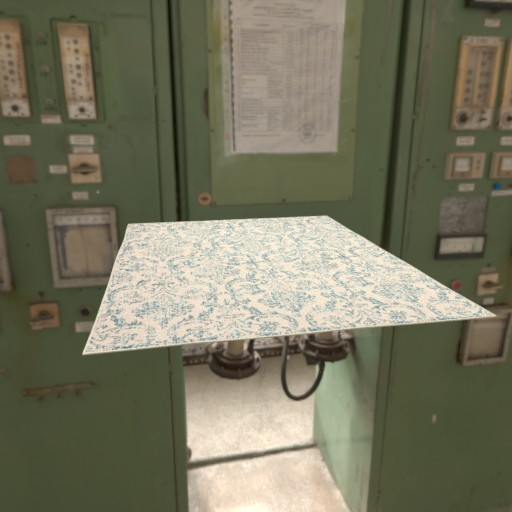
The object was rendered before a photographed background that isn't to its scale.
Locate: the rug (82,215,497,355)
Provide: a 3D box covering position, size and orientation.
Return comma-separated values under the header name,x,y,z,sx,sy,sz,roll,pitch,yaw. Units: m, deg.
name,x,y,z,sx,sy,sz,roll,pitch,yaw
rug,0.000,0.000,3.836,2.363,0.012,2.980,-3,17,-11
